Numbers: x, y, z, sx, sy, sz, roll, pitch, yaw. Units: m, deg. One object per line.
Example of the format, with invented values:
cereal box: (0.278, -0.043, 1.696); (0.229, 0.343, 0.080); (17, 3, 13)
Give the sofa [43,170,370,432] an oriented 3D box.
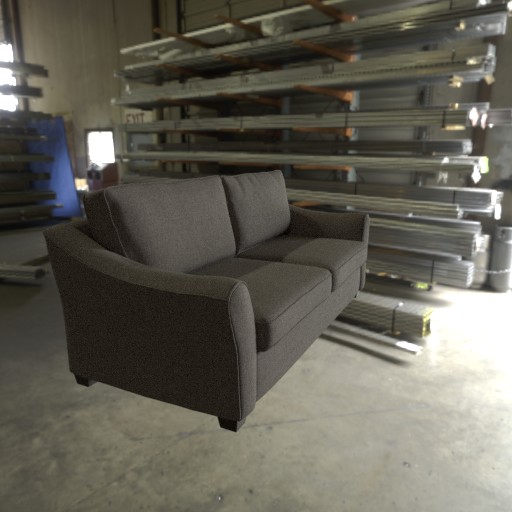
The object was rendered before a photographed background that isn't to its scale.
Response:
sofa: (0.000, 0.000, 2.739); (1.013, 0.976, 2.203); (7, 15, 26)
